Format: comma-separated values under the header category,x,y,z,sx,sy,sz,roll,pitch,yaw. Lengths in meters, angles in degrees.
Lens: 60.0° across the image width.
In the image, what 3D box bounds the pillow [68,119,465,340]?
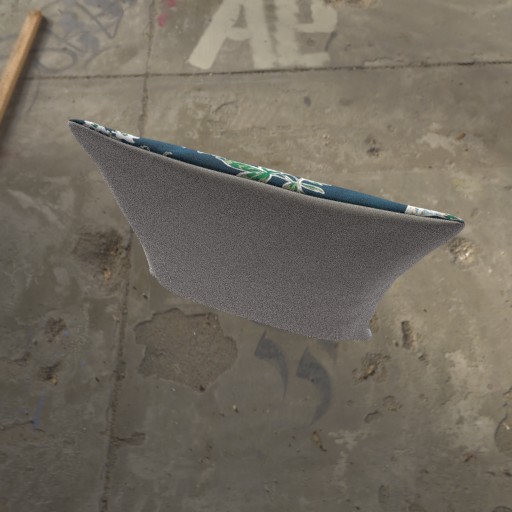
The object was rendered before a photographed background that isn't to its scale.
category,x,y,z,sx,sy,sz,roll,pitch,yaw
pillow,0.000,0.000,0.782,0.525,0.508,0.166,16,64,8
